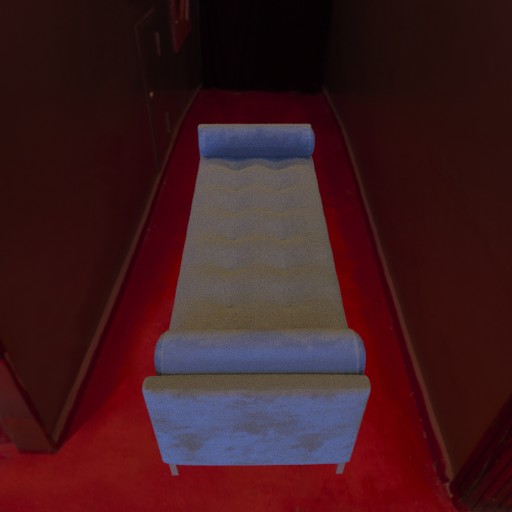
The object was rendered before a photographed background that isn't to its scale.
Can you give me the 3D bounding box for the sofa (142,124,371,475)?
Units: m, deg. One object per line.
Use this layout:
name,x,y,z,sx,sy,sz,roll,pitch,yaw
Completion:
sofa,0.000,0.000,2.450,0.796,0.705,2.102,0,41,0
